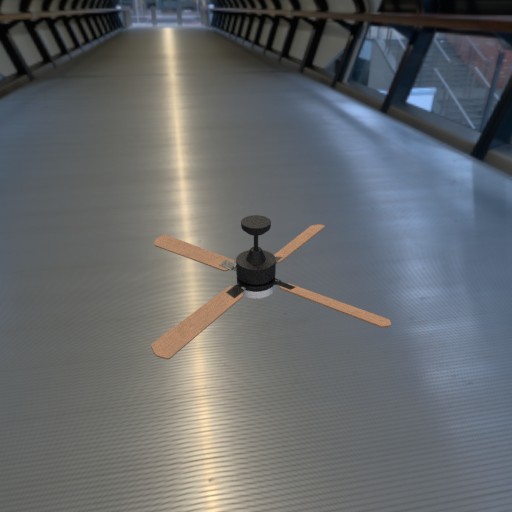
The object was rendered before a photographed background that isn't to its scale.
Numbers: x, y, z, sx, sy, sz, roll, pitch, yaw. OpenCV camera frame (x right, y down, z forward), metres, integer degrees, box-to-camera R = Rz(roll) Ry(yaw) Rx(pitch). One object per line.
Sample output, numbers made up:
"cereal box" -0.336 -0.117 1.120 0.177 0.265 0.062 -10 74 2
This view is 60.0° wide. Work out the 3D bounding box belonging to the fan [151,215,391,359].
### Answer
"fan" 0.000 0.000 2.063 1.320 0.355 1.320 19 35 29
